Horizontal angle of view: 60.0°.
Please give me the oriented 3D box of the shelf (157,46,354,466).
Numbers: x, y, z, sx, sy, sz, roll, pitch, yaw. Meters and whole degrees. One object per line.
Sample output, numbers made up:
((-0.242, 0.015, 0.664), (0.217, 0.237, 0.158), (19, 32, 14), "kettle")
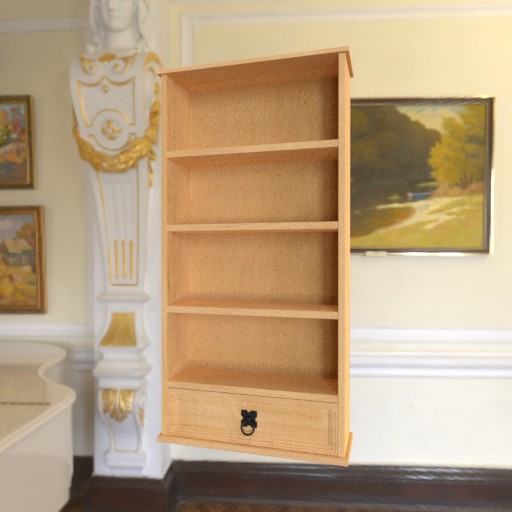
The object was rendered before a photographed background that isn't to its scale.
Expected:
((0.000, 0.000, 1.235), (0.520, 1.030, 0.175), (0, 0, 16), "shelf")
